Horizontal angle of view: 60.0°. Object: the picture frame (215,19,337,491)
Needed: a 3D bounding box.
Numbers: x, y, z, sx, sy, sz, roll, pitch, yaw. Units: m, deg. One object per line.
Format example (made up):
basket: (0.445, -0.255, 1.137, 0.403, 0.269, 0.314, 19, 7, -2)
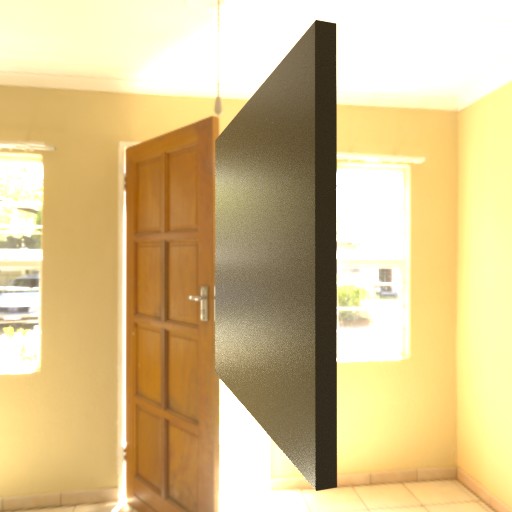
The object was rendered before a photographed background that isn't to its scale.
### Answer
picture frame: (0.000, 0.000, 0.794, 0.029, 0.557, 0.559, 0, 0, -17)
